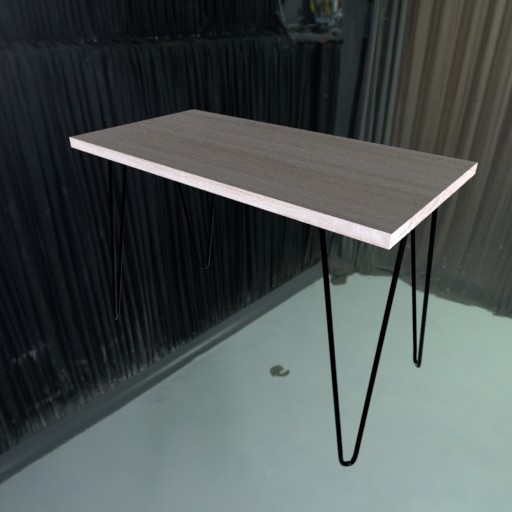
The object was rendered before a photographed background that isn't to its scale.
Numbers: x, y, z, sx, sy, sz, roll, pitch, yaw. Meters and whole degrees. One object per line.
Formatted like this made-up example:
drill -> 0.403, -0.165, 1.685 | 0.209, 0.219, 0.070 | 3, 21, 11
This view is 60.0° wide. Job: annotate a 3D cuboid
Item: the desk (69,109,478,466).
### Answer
desk -> 0.000, 0.000, 1.348 | 0.991, 0.660, 0.499 | 22, 36, 33
